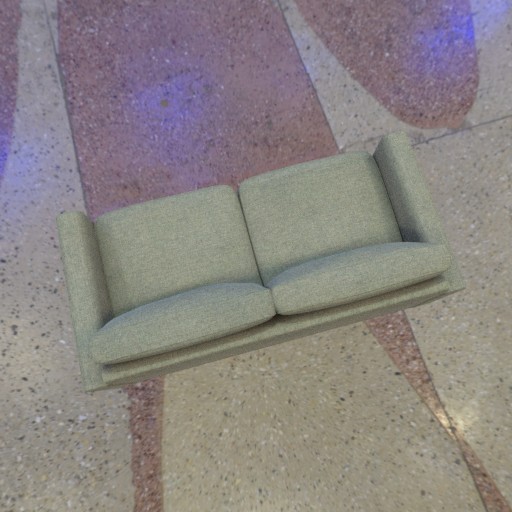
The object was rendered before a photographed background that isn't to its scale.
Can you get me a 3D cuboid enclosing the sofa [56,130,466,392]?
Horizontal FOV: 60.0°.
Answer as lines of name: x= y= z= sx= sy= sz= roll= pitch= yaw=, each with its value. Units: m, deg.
sofa: x=0.000 y=0.000 z=2.454 sx=1.978 sy=0.892 sz=0.969 roll=-15 pitch=76 yaw=-4
